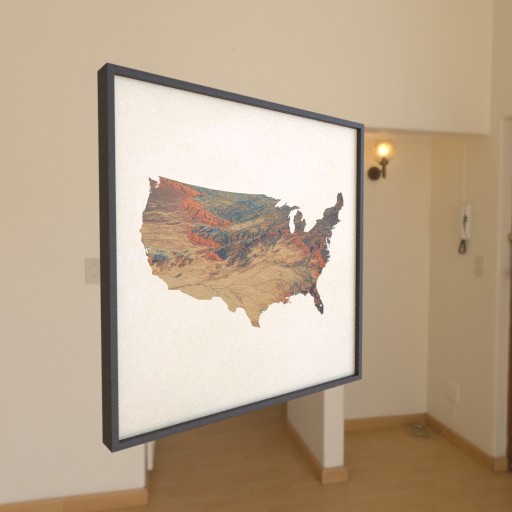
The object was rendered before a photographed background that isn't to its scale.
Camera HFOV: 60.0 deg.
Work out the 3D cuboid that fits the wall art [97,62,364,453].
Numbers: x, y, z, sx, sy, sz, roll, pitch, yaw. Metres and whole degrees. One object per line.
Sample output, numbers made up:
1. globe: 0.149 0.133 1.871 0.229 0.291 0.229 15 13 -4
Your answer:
1. wall art: 0.000 0.000 0.743 0.507 0.507 0.038 -2 3 -37
